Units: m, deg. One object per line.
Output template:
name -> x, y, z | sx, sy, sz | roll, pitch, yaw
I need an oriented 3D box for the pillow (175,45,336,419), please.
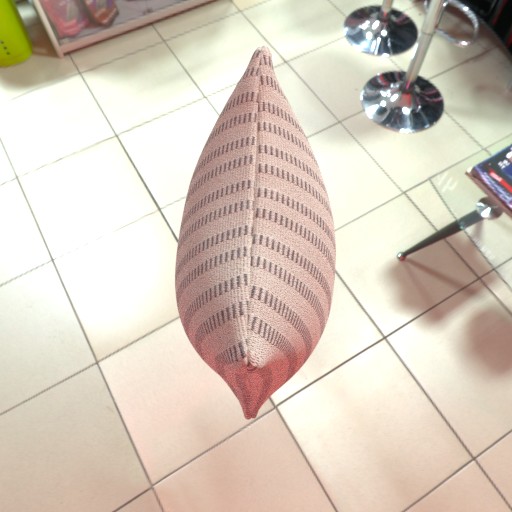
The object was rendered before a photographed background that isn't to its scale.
pillow -> 0.000, 0.000, 0.686 | 0.247, 0.419, 0.438 | 2, 64, 1
